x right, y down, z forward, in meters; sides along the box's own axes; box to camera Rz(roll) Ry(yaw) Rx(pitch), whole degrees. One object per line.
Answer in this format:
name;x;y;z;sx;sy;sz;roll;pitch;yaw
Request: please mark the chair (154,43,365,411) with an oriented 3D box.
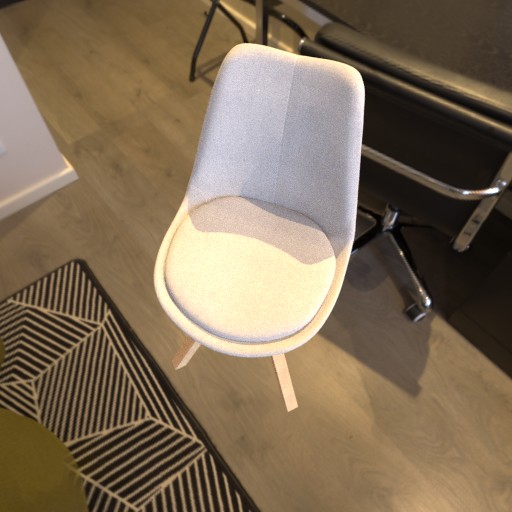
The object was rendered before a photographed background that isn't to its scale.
chair;0.000;0.000;1.188;0.474;0.863;0.549;17;60;11
